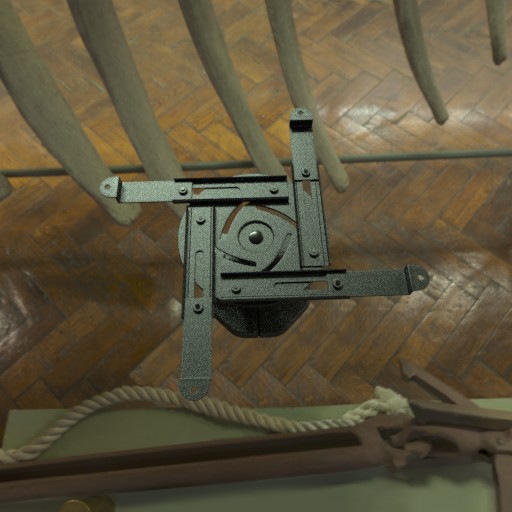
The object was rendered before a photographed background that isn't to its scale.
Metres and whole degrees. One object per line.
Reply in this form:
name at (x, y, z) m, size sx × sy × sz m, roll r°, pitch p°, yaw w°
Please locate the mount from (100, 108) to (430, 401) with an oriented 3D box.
mount at (0.000, 0.000, 0.599) m, size 0.394 × 0.141 × 0.394 m, roll -2°, pitch 63°, yaw -1°
